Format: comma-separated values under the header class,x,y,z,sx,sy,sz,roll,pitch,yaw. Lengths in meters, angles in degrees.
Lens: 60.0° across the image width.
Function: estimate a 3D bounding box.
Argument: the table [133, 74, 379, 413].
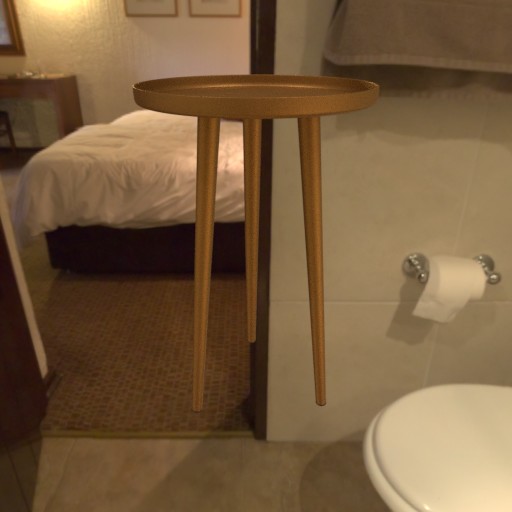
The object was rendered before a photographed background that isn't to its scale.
class,x,y,z,sx,sy,sz,roll,pitch,yaw
table,0.000,0.000,0.658,0.299,0.480,0.299,-19,32,-33
